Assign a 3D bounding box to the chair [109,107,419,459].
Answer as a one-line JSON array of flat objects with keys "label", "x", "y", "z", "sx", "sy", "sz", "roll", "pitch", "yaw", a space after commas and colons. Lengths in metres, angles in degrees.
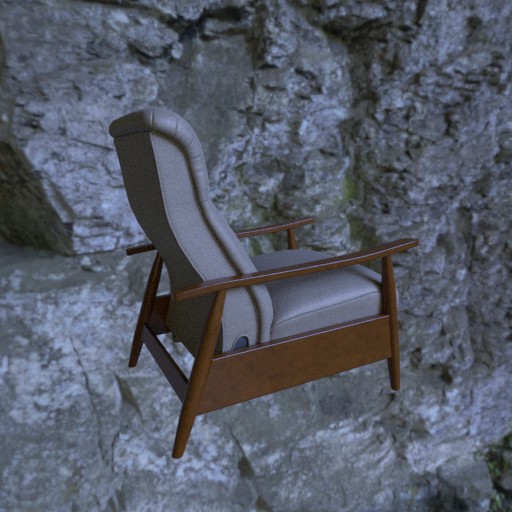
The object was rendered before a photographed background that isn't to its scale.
[{"label": "chair", "x": 0.000, "y": 0.000, "z": 1.819, "sx": 1.032, "sy": 1.082, "sz": 0.762, "roll": -6, "pitch": 14, "yaw": -26}]
